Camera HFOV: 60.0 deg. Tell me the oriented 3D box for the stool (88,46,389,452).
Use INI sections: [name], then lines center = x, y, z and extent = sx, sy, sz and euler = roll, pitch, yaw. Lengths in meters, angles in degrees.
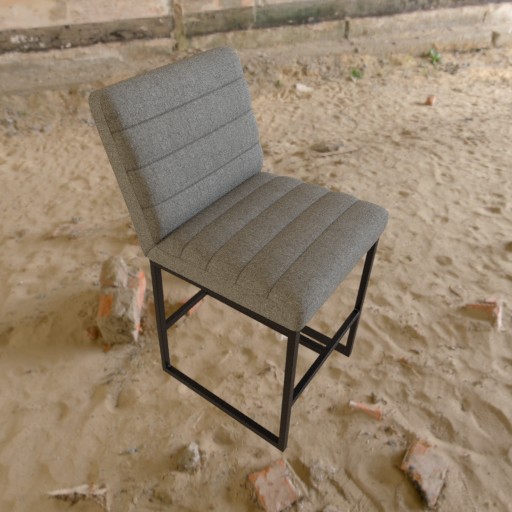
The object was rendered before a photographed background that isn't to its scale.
[stool]
center = 0.000, 0.000, 1.232
extent = 0.560, 0.940, 0.460
euler = 25, 46, 27
